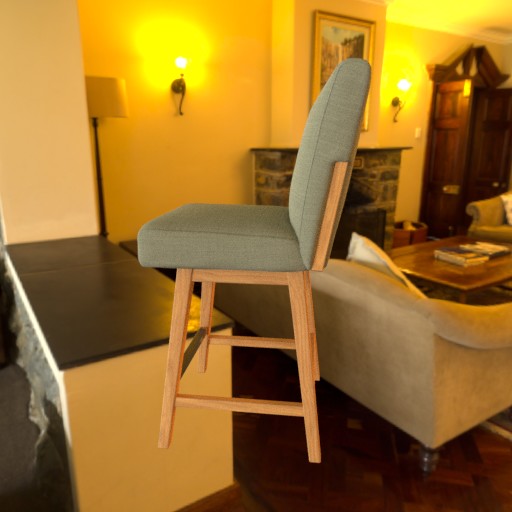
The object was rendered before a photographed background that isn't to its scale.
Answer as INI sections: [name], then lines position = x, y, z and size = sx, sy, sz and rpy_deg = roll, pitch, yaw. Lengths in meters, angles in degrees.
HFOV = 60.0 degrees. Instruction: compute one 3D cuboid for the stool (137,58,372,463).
[stool]
position = 0.000, 0.000, 1.308
size = 0.570, 1.019, 0.459
rpy_deg = 2, 15, 7
